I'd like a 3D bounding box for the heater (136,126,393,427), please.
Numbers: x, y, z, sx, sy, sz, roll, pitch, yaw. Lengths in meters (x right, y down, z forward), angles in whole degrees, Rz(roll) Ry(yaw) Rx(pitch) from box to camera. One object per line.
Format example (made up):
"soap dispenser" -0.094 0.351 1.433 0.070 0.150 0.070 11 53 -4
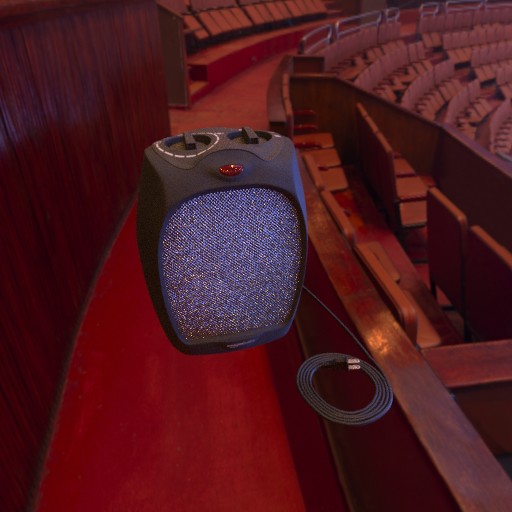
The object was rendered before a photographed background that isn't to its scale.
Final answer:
"heater" 0.000 0.000 0.469 0.239 0.240 0.291 -9 33 -13
